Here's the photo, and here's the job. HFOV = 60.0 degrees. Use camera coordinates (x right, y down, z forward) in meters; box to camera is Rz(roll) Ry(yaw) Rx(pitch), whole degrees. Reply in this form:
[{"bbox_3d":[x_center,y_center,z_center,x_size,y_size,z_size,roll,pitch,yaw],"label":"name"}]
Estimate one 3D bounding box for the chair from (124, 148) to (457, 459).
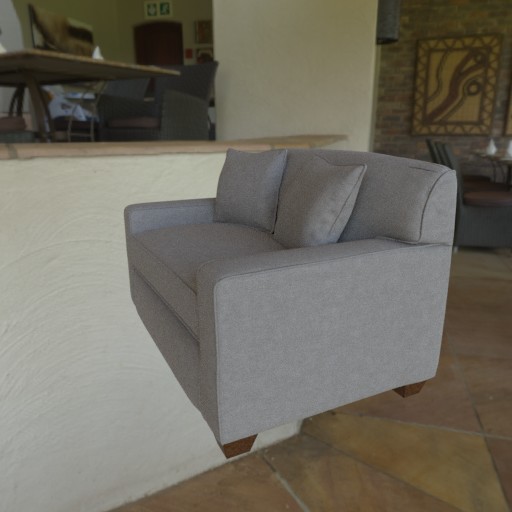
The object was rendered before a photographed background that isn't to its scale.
[{"bbox_3d":[0.000,0.000,2.059,0.992,0.953,1.395,-8,18,-25],"label":"chair"}]
